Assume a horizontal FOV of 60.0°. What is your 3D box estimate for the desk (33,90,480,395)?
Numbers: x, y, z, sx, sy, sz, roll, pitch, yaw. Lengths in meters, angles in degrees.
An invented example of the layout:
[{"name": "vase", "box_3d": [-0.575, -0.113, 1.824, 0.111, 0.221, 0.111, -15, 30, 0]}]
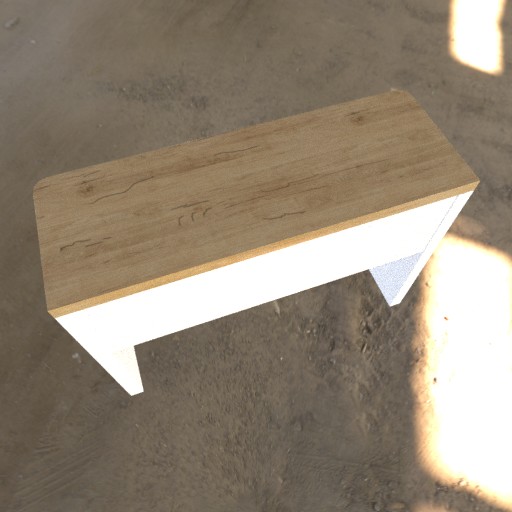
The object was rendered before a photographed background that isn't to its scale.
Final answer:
[{"name": "desk", "box_3d": [0.000, 0.000, 1.478, 1.100, 0.760, 0.390, -17, 61, -10]}]
